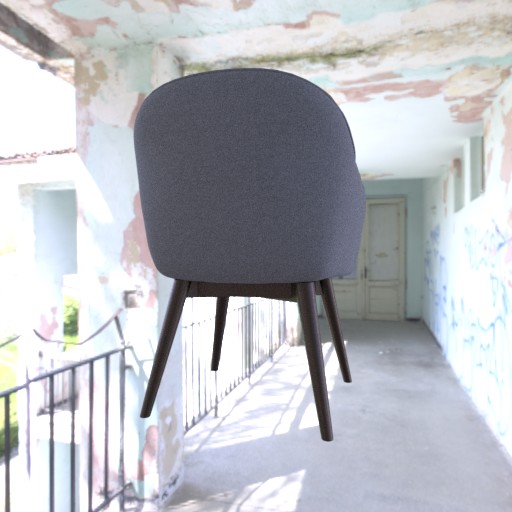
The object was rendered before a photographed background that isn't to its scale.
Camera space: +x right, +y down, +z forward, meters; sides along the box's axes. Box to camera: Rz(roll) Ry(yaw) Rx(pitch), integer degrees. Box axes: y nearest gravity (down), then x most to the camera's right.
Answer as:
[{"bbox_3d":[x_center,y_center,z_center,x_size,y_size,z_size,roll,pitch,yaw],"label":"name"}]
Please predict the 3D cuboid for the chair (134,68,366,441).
[{"bbox_3d":[0.000,0.000,1.248,0.589,0.810,0.611,0,1,17],"label":"chair"}]
